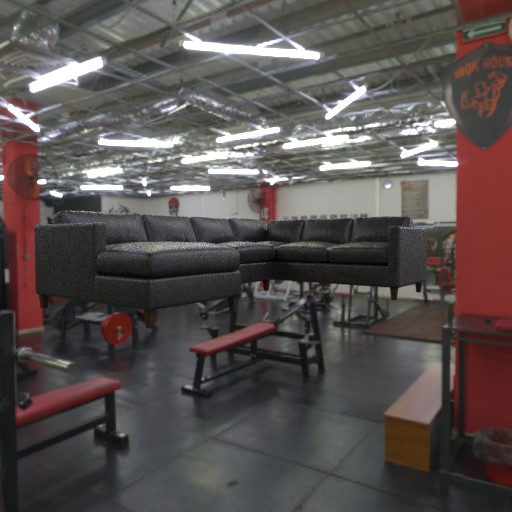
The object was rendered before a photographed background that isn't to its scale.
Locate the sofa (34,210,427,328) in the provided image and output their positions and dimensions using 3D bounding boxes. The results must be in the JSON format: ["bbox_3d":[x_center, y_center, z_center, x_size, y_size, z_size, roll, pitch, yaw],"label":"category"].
[{"bbox_3d":[0.000,0.000,4.533,2.452,0.891,3.324,2,3,37],"label":"sofa"}]
